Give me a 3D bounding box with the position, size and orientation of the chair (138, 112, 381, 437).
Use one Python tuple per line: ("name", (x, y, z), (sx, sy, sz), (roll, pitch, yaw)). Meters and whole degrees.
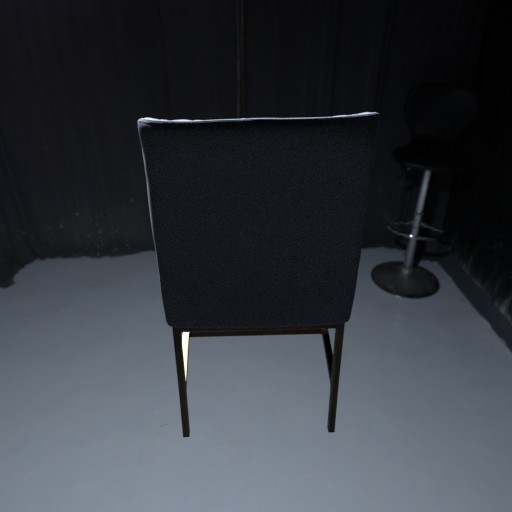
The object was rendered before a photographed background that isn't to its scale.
("chair", (0.000, 0.000, 1.229), (0.508, 0.889, 0.587), (-1, 31, -2))
